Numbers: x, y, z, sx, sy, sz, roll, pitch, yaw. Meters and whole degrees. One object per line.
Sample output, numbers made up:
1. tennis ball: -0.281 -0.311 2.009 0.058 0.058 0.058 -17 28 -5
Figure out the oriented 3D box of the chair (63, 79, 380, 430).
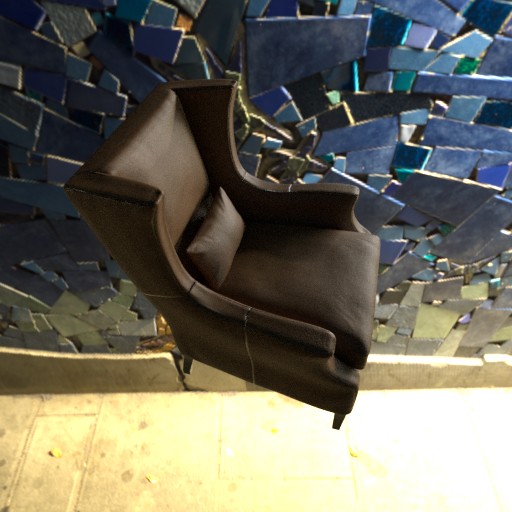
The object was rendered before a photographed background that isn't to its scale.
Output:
1. chair: 0.000 0.000 1.683 0.925 1.016 0.852 10 47 10
